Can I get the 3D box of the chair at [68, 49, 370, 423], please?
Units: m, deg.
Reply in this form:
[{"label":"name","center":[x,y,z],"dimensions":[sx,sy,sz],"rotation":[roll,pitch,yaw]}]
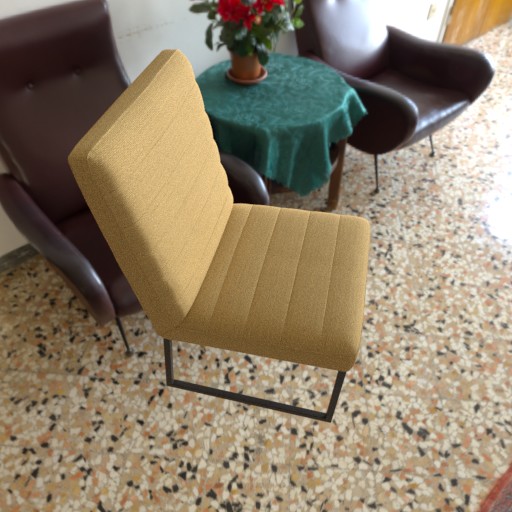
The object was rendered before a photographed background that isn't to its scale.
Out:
[{"label":"chair","center":[0.000,0.000,1.269],"dimensions":[0.634,0.930,0.520],"rotation":[10,48,9]}]
